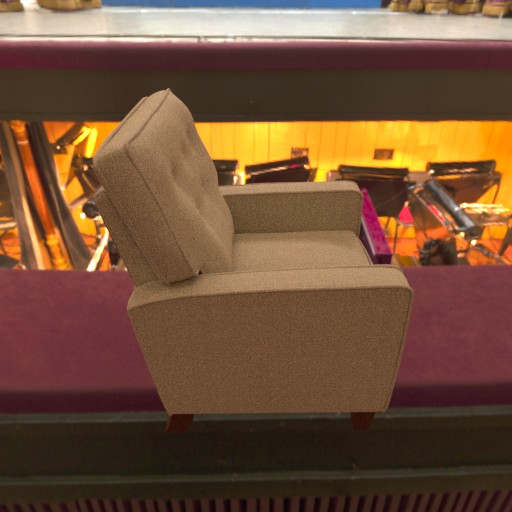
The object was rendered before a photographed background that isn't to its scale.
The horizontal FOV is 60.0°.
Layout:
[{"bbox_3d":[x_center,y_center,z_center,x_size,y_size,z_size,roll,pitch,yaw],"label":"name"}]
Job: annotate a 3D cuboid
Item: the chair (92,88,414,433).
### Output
[{"bbox_3d":[0.000,0.000,1.354,0.754,0.888,0.648,0,32,-1],"label":"chair"}]
